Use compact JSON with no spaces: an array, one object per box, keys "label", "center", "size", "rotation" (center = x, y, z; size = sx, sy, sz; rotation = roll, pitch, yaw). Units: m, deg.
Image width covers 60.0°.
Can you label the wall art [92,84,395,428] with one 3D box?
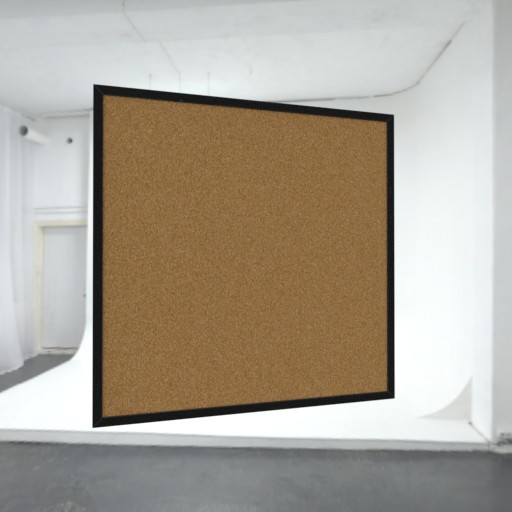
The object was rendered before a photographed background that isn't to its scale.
[{"label":"wall art","center":[0.000,0.000,1.102],"size":[0.761,0.761,0.037],"rotation":[0,0,-16]}]
